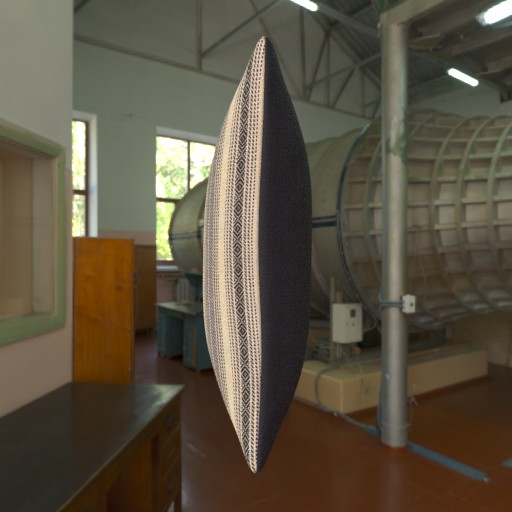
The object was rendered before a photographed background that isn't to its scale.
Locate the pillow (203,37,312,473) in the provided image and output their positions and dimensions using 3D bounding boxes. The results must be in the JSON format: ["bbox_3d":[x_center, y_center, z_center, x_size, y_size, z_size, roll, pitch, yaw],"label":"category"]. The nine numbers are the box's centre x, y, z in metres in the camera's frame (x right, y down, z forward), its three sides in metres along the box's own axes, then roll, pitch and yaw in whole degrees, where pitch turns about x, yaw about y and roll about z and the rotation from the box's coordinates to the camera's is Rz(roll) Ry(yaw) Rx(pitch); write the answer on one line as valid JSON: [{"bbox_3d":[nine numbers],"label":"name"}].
[{"bbox_3d":[0.000,0.000,0.768,0.166,0.508,0.520,0,0,-1],"label":"pillow"}]
